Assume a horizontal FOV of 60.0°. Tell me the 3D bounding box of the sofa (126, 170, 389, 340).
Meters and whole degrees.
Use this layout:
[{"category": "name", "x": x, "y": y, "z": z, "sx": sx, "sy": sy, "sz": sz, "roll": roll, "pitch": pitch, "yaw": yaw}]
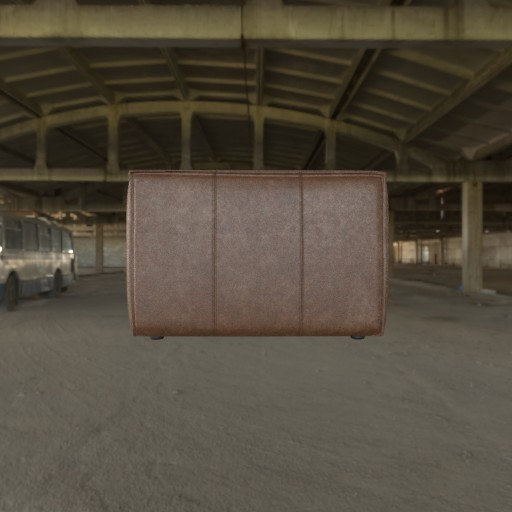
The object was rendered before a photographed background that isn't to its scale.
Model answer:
[{"category": "sofa", "x": 0.000, "y": 0.000, "z": 3.021, "sx": 1.102, "sy": 0.701, "sz": 2.581, "roll": 0, "pitch": 0, "yaw": 0}]
